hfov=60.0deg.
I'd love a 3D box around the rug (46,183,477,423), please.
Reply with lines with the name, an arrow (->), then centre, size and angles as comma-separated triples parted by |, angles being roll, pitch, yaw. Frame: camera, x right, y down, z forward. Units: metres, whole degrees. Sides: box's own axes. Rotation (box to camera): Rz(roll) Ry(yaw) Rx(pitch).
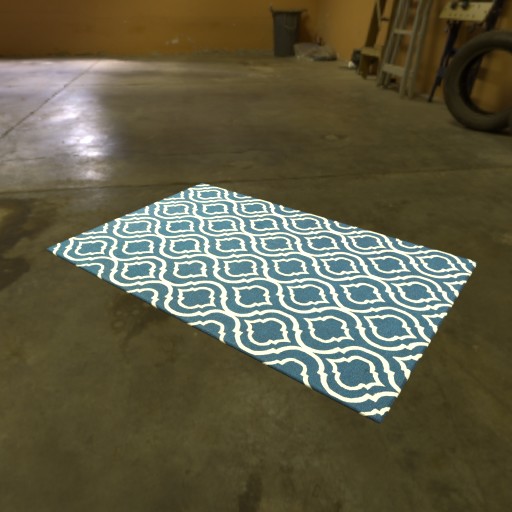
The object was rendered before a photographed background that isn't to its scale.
rug -> 0.000, 0.000, 2.141 | 1.753, 0.010, 1.143 | 20, 36, 31
